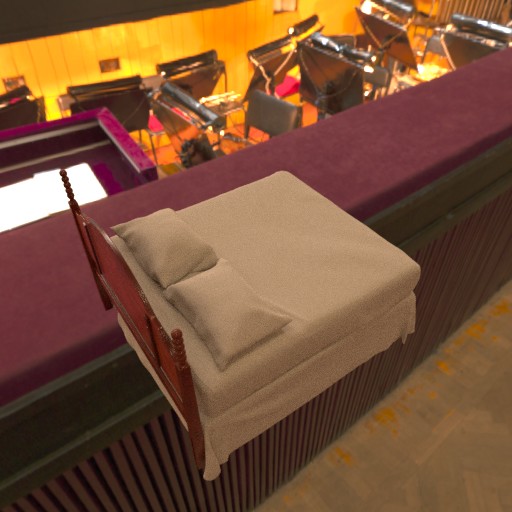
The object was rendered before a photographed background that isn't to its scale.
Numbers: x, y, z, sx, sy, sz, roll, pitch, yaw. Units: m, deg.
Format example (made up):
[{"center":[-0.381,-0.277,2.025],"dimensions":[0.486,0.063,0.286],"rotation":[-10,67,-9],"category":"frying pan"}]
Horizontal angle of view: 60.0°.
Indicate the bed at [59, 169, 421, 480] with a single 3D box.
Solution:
[{"center":[0.000,0.000,3.273],"dimensions":[2.040,1.356,1.873],"rotation":[-25,48,-25],"category":"bed"}]
